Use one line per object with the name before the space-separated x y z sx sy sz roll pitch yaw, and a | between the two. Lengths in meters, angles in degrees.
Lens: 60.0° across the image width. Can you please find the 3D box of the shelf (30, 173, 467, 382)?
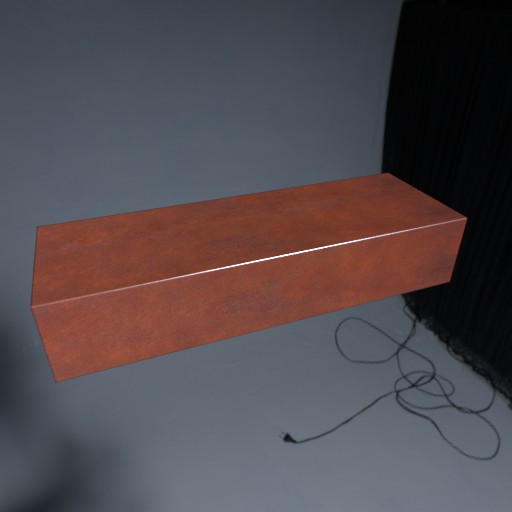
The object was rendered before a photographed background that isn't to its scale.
shelf | 0.000 0.000 0.519 0.457 0.088 0.152 -11 33 -18
